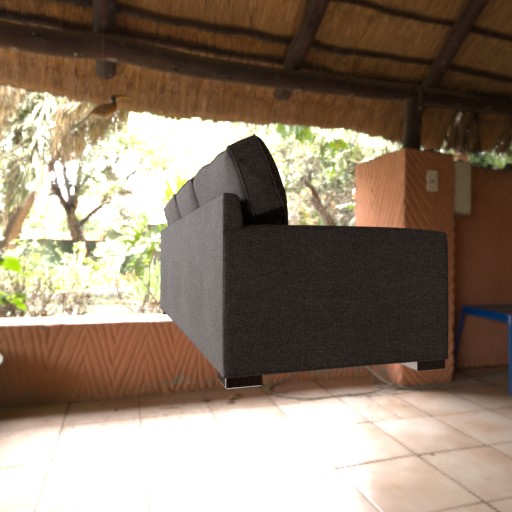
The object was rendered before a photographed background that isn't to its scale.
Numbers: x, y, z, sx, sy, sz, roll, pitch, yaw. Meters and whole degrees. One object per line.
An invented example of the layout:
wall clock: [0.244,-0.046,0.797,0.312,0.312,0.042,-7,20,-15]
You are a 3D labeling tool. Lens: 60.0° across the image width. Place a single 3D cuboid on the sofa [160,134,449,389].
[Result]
sofa: [0.000,0.000,2.871,1.004,0.978,2.369,0,0,-18]
